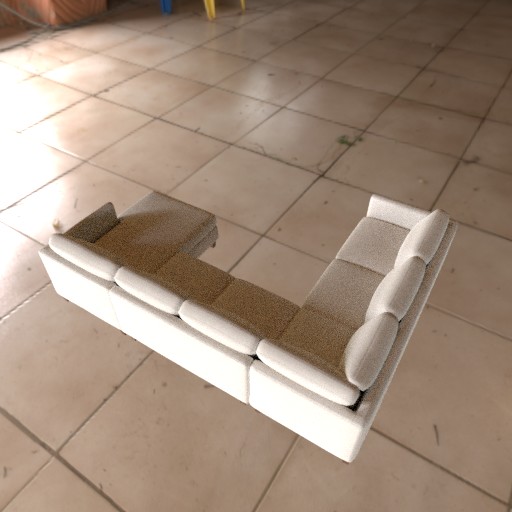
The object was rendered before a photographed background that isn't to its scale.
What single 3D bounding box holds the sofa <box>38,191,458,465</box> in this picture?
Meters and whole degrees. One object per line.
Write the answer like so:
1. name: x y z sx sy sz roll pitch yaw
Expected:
1. sofa: 0.000 0.000 4.432 3.238 0.853 2.551 23 49 22
